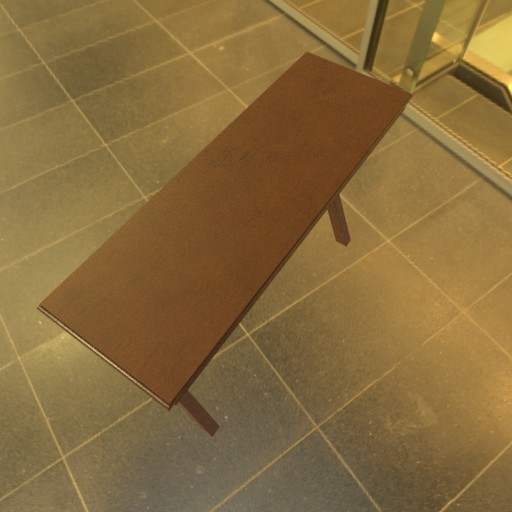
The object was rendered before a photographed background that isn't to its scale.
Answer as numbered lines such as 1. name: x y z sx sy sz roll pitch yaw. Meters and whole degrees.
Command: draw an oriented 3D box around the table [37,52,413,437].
1. table: 0.000 0.000 1.538 0.399 0.763 1.197 31 63 18
